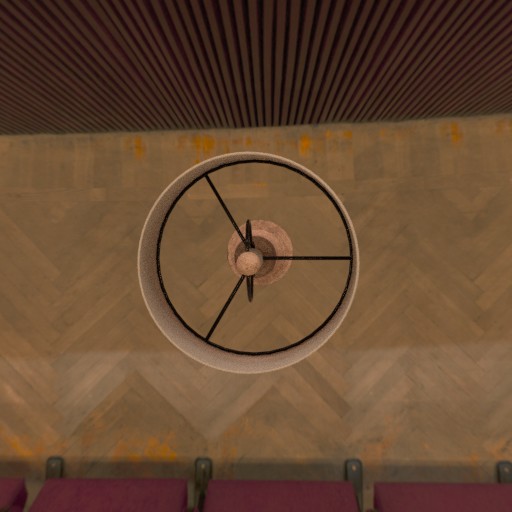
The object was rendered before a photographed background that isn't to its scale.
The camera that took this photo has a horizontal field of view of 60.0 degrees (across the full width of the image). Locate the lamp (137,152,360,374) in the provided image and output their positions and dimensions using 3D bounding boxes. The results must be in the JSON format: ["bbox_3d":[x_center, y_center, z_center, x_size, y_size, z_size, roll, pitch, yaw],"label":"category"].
[{"bbox_3d":[0.000,0.000,0.867,0.340,0.678,0.340,0,92,2],"label":"lamp"}]
